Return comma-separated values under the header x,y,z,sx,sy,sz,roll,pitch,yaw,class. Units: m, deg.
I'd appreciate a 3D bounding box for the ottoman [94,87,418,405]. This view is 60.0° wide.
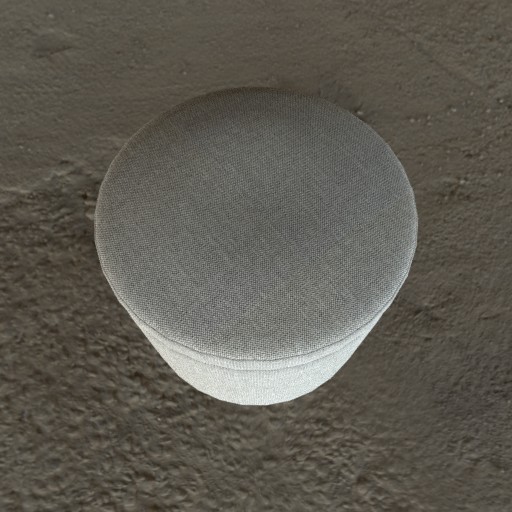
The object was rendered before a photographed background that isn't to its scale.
x,y,z,sx,sy,sz,roll,pitch,yaw,class
0.000,0.000,0.852,0.500,0.419,0.500,0,63,0,ottoman
